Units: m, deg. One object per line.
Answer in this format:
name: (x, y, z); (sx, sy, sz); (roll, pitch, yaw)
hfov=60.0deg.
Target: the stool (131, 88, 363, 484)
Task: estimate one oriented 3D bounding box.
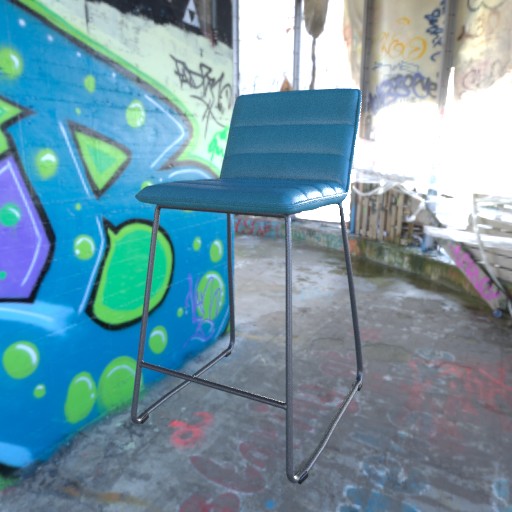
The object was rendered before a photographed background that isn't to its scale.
stool: (0.000, 0.000, 1.162); (0.489, 0.866, 0.524); (7, 16, 27)
